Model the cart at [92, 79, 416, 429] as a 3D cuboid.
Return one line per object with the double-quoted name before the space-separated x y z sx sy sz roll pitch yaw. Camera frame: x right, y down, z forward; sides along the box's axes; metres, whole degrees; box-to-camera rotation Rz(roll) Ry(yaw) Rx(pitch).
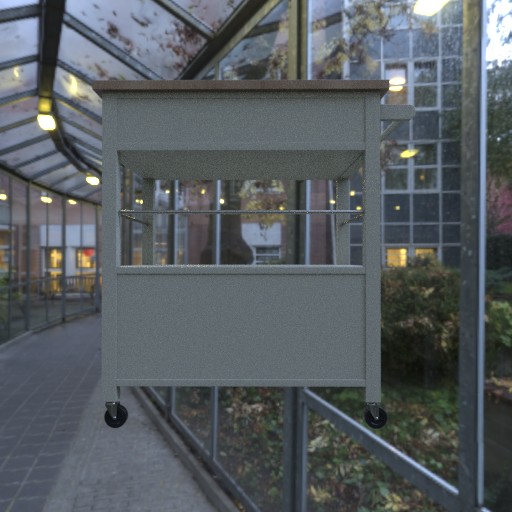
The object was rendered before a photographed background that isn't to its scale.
"cart" 0.000 0.000 1.363 0.840 0.901 0.459 0 0 0
